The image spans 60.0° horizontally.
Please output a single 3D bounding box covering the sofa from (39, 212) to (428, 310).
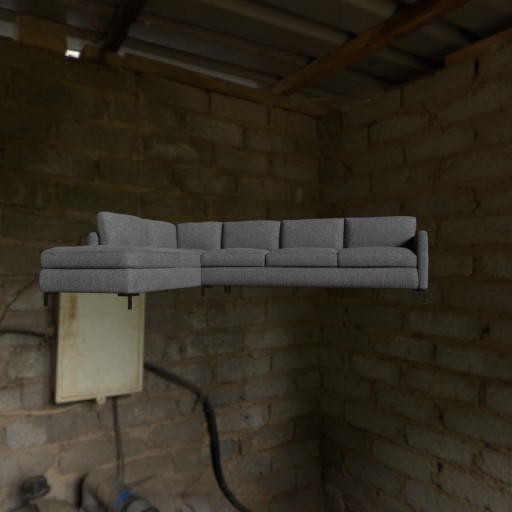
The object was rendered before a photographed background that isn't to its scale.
[{"bbox_3d":[0.000,0.000,3.958,2.949,0.815,2.007,0,-1,17],"label":"sofa"}]
